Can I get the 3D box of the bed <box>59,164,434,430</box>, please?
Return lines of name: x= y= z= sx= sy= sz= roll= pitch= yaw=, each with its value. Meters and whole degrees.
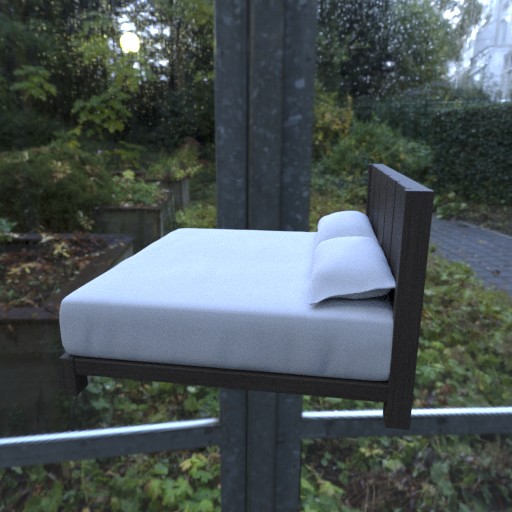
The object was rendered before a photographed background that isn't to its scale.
bed: x=0.000 y=0.000 z=3.372 sx=2.012 sy=1.270 sz=2.134 roll=2 pitch=15 yaw=9
